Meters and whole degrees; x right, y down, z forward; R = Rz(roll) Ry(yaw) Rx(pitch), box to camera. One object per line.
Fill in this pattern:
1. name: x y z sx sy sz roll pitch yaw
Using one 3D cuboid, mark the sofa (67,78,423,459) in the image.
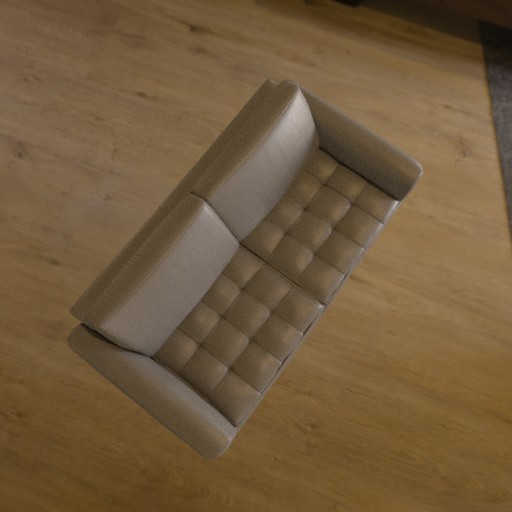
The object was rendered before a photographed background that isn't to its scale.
1. sofa: 0.000 0.000 2.746 1.121 0.930 2.177 36 78 9
